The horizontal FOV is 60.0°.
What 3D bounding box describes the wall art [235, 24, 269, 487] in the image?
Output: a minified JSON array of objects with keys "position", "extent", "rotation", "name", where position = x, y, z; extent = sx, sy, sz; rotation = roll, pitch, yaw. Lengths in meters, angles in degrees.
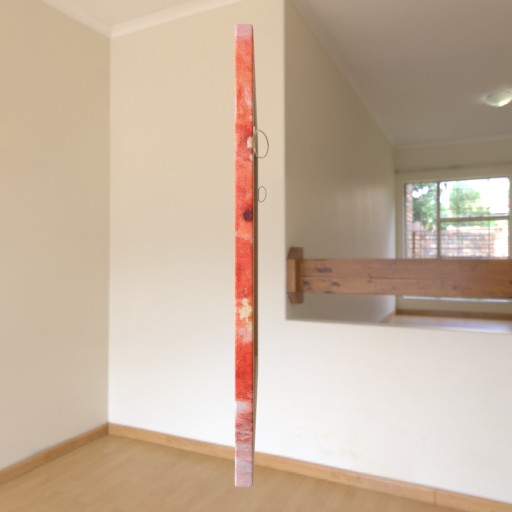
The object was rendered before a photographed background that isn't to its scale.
[{"position":[0.000,0.000,1.276],"extent":[0.066,0.878,0.878],"rotation":[0,0,1],"name":"wall art"}]
